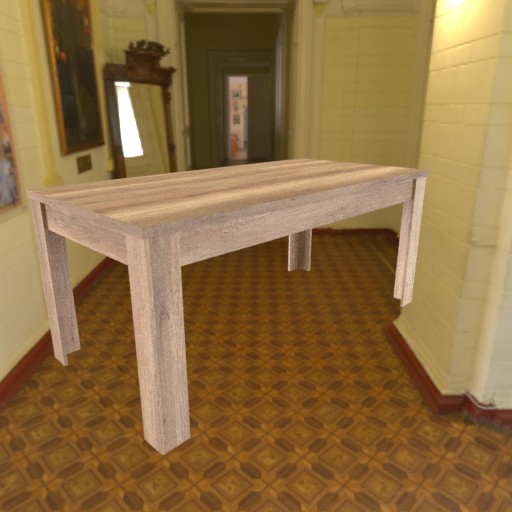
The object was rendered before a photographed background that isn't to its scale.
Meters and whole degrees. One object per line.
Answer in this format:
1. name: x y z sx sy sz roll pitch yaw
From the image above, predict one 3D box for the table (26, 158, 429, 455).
1. table: 0.000 0.000 2.263 0.900 0.790 1.800 17 25 42
